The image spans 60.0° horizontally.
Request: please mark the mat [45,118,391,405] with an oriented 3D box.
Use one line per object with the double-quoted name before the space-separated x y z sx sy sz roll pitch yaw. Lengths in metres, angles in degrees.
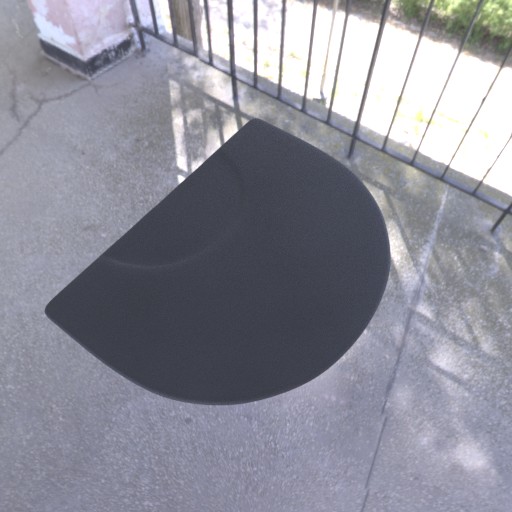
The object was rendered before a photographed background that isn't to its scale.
"mat" 0.000 0.000 1.612 0.917 0.016 1.220 32 63 19
